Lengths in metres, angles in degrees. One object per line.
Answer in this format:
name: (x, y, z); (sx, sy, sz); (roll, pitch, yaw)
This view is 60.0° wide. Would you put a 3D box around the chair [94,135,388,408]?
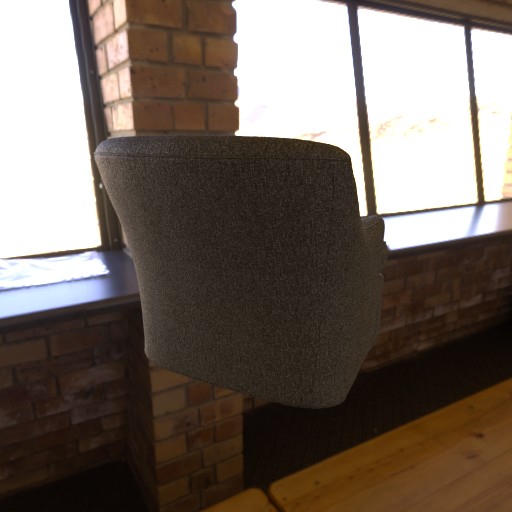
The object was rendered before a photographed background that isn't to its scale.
chair: (0.000, 0.000, 1.629); (0.864, 0.856, 0.923); (8, 17, 27)
